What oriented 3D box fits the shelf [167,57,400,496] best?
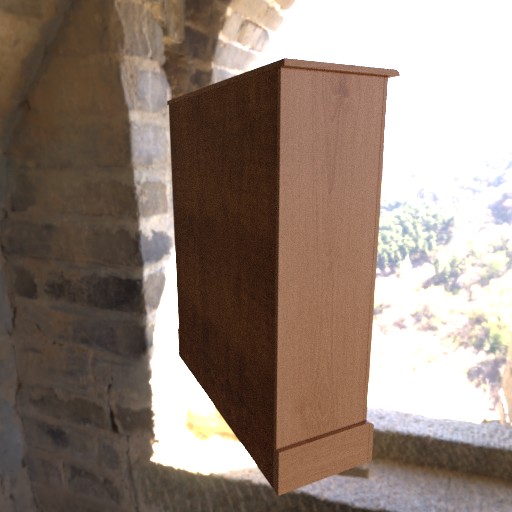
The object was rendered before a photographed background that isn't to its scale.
[{"bbox_3d":[0.000,0.000,1.379,0.291,0.980,0.840,-6,15,-25],"label":"shelf"}]
